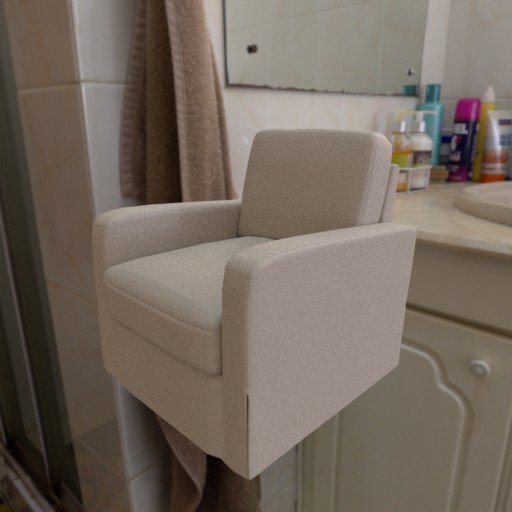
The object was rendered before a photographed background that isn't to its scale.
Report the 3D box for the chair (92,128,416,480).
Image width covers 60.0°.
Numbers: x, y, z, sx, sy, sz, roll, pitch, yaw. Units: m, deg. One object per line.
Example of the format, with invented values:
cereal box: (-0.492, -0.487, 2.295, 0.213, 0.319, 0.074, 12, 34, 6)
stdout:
chair: (0.000, 0.000, 1.502, 0.755, 0.827, 0.888, 16, 23, 42)
